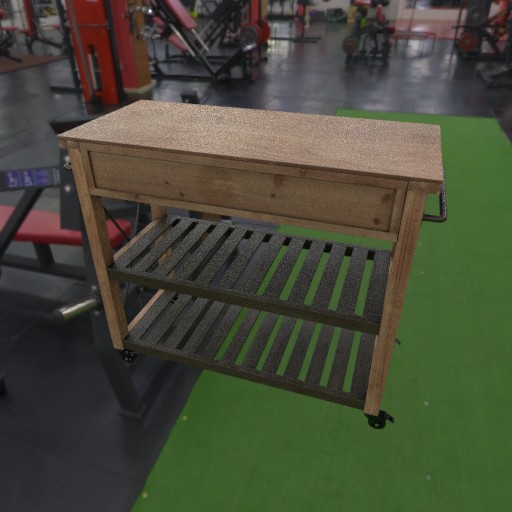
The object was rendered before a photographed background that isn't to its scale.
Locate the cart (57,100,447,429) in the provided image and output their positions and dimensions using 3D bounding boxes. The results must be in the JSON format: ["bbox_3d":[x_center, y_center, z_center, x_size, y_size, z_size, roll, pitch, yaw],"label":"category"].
[{"bbox_3d":[0.000,0.000,0.966,0.686,0.554,0.298,10,34,16],"label":"cart"}]
